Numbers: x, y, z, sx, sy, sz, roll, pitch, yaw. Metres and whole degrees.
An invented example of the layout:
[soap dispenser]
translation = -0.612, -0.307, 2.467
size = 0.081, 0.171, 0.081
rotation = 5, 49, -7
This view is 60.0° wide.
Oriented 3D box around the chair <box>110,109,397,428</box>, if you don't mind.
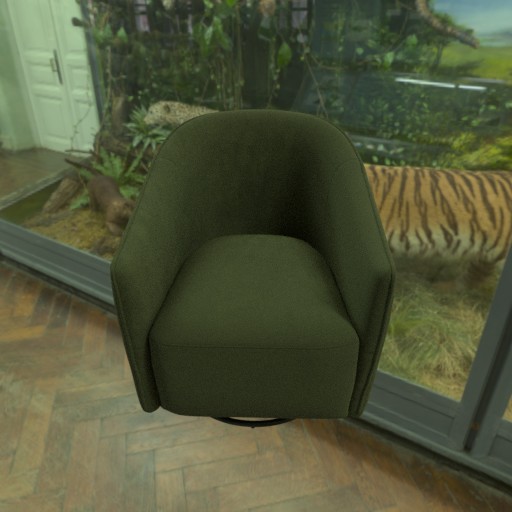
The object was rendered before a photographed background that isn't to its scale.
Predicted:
[chair]
translation = 0.000, 0.000, 1.502
size = 0.747, 0.799, 0.875
rotation = 1, 30, 1
